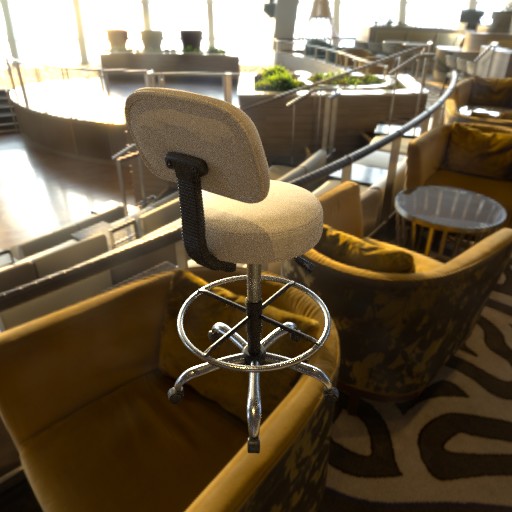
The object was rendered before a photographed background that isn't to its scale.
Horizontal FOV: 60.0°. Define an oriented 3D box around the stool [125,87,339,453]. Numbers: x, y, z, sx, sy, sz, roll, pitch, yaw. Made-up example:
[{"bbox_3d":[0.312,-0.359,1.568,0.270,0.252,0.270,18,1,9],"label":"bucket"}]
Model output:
[{"bbox_3d":[0.000,0.000,1.415,0.609,1.080,0.616,20,35,31],"label":"stool"}]
